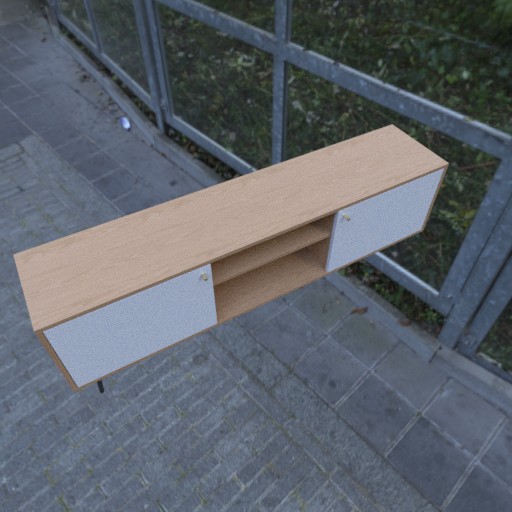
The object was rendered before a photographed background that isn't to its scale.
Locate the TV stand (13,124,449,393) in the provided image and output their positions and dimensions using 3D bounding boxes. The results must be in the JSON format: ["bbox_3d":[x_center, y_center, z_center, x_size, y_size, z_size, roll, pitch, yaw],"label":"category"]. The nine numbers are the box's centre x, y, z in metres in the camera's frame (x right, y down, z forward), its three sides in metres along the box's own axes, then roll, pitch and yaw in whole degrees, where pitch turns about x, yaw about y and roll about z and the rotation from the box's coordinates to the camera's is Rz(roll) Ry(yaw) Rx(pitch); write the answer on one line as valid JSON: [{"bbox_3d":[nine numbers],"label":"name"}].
[{"bbox_3d":[0.000,0.000,1.968,1.760,0.580,0.400,-23,51,-20],"label":"TV stand"}]
